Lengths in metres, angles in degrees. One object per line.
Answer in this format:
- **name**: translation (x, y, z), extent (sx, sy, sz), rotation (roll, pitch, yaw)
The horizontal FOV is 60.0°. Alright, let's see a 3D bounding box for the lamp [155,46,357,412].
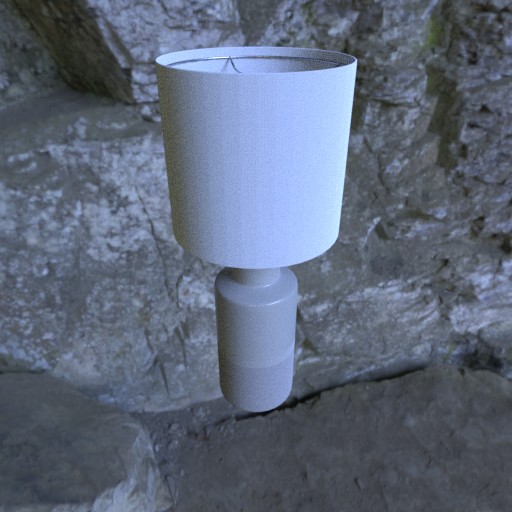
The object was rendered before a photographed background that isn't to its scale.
- **lamp**: translation (0.000, 0.000, 0.599), extent (0.212, 0.493, 0.212), rotation (-10, 32, -16)
